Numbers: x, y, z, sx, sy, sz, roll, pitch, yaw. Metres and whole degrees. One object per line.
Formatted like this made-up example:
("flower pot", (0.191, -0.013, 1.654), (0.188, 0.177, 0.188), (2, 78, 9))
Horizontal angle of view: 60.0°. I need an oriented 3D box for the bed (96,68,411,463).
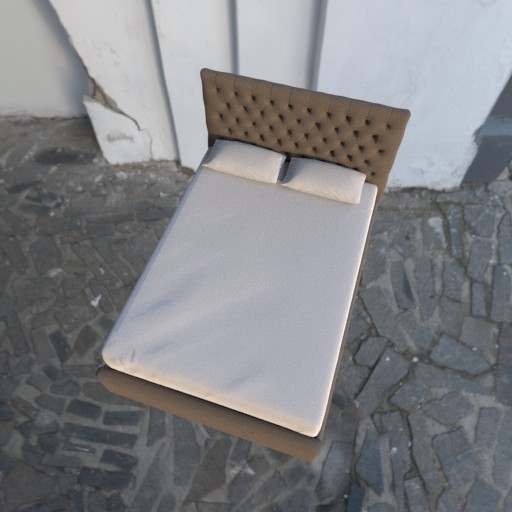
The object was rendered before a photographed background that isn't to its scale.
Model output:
("bed", (0.000, 0.000, 3.441), (1.698, 1.427, 2.387), (16, 58, 10))
